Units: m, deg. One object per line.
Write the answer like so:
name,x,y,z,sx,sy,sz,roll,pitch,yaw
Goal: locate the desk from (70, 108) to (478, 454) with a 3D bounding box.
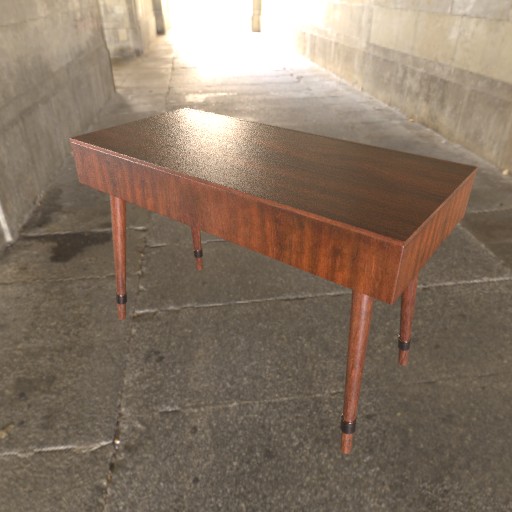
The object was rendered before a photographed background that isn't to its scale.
desk,0.000,0.000,2.126,1.577,1.031,0.734,22,38,31
